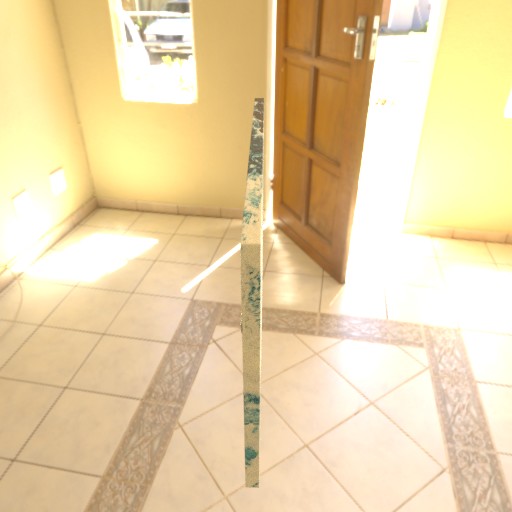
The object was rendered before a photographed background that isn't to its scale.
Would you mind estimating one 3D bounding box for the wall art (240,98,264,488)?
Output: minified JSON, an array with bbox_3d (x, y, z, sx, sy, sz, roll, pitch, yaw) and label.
[{"bbox_3d":[0.000,0.000,1.963,0.055,1.017,1.524,1,32,1],"label":"wall art"}]
